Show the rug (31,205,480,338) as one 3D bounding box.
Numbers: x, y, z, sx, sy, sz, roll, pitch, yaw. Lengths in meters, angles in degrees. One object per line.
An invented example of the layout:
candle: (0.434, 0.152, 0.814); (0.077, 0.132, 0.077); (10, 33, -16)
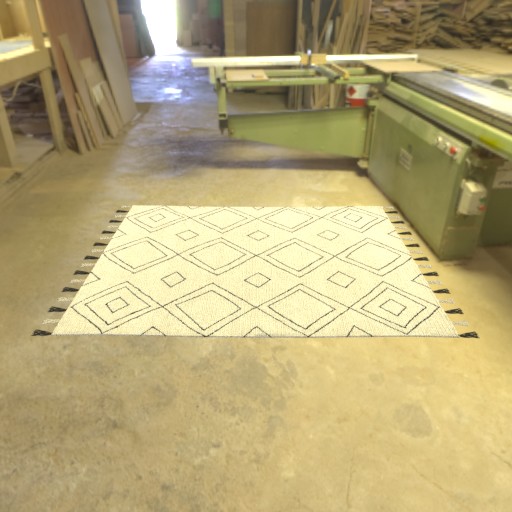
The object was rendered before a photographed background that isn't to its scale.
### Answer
rug: (0.000, 0.000, 4.190); (3.221, 0.026, 2.342); (0, 30, 0)
